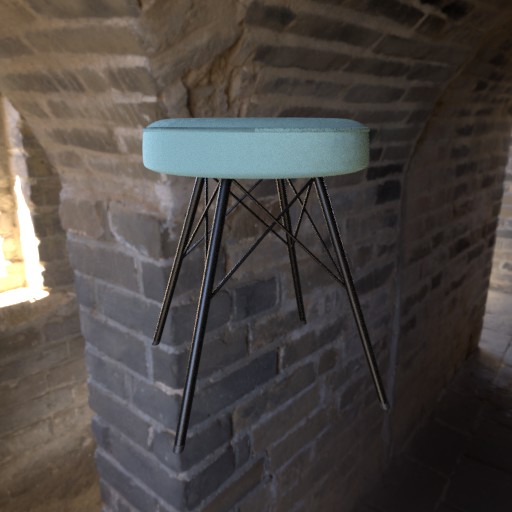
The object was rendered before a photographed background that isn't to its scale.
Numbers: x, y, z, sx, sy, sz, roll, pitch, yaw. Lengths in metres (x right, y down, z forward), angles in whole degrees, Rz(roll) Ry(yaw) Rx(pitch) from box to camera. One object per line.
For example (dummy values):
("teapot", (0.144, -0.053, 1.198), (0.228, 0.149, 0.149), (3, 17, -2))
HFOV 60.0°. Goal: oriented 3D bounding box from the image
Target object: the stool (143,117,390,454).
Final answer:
("stool", (0.000, 0.000, 0.879), (0.458, 0.519, 0.457), (-3, 16, -9))
